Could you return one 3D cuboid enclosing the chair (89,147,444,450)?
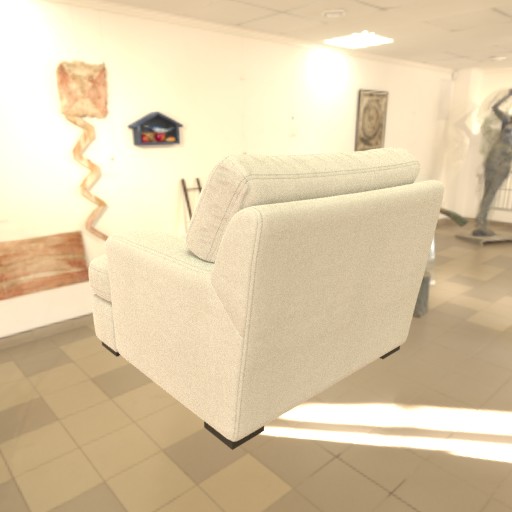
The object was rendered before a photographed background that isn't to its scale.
[{"bbox_3d":[0.000,0.000,1.952,1.140,0.930,1.158,-14,21,-40],"label":"chair"}]
